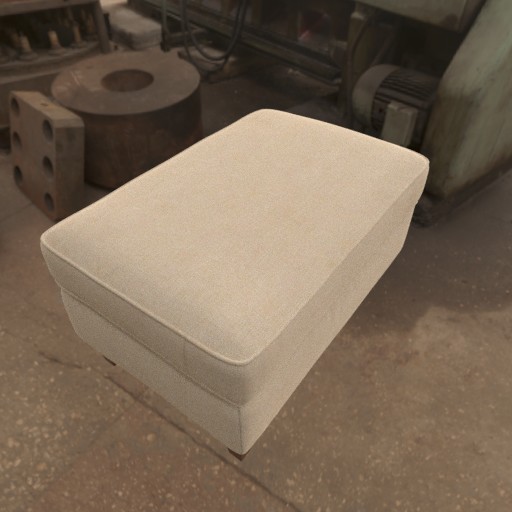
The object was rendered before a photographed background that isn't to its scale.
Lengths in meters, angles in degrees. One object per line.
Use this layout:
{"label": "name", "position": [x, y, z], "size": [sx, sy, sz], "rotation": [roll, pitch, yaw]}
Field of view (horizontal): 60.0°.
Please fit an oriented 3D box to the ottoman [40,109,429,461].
{"label": "ottoman", "position": [0.000, 0.000, 1.206], "size": [0.583, 0.484, 0.862], "rotation": [26, 48, 26]}
